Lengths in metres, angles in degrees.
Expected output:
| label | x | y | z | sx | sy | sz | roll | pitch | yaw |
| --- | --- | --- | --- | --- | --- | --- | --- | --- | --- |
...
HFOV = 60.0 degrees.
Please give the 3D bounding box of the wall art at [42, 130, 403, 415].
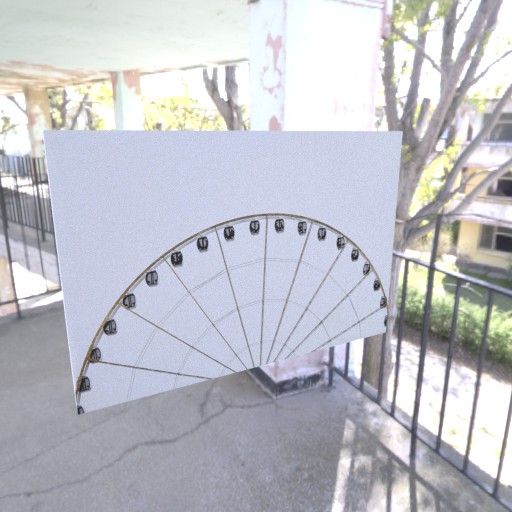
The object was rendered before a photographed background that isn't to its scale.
| label | x | y | z | sx | sy | sz | roll | pitch | yaw |
| --- | --- | --- | --- | --- | --- | --- | --- | --- | --- |
| wall art | 0.000 | 0.000 | 1.409 | 1.144 | 0.767 | 0.038 | -8 | 17 | -27 |
